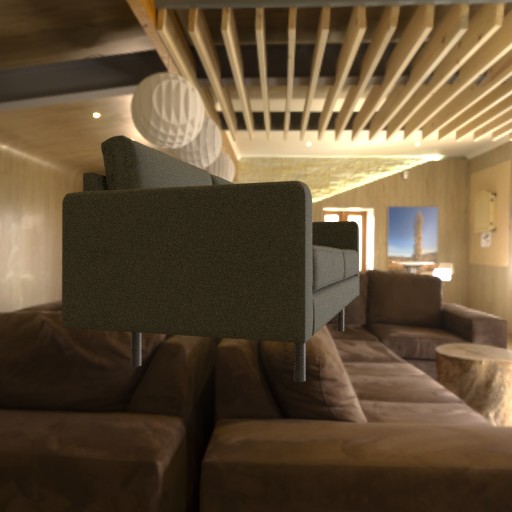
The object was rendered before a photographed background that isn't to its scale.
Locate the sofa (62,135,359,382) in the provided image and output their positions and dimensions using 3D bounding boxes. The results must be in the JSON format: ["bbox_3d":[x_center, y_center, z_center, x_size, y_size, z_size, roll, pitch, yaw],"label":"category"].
[{"bbox_3d":[0.000,0.000,2.242,0.889,0.897,1.730,0,0,18],"label":"sofa"}]
